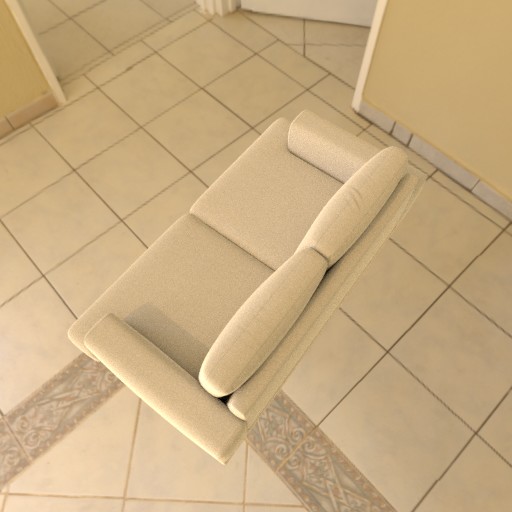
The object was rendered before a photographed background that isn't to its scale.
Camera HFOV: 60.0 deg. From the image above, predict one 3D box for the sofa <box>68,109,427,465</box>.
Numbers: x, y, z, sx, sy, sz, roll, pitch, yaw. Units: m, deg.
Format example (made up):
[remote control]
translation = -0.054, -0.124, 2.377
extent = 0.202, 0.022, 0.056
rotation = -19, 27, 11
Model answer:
[sofa]
translation = 0.000, 0.000, 2.129
extent = 0.915, 0.810, 1.651
rotation = 34, 68, 16
